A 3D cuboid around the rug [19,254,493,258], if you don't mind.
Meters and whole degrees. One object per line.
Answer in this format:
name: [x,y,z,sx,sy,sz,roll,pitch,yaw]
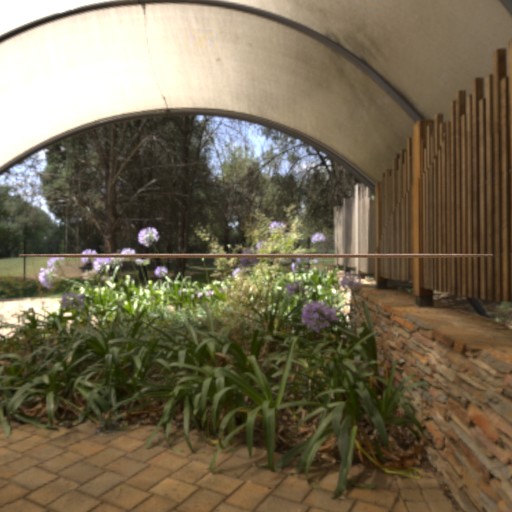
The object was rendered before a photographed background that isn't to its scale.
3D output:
rug: [0.000,0.000,2.614,2.437,0.013,0.685,0,-1,0]
